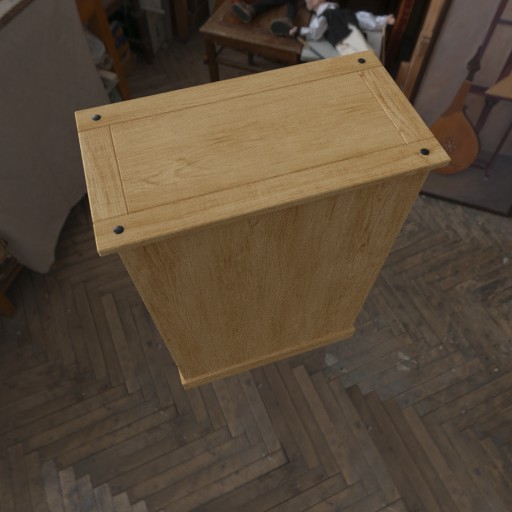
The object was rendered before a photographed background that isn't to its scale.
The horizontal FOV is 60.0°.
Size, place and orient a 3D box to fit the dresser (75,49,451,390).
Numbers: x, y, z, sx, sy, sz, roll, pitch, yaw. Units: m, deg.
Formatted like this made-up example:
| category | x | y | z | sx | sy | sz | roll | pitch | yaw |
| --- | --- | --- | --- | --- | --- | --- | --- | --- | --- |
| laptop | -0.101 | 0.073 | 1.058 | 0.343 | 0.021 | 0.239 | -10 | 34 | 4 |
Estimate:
| category | x | y | z | sx | sy | sz | roll | pitch | yaw |
| --- | --- | --- | --- | --- | --- | --- | --- | --- | --- |
| dresser | 0.000 | 0.000 | 1.755 | 0.915 | 1.300 | 0.485 | -16 | 61 | -9 |
